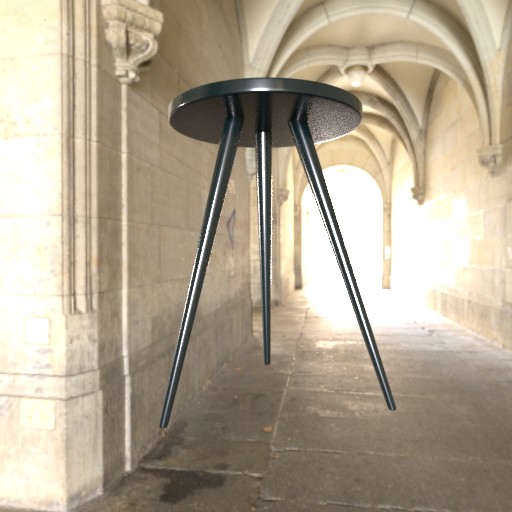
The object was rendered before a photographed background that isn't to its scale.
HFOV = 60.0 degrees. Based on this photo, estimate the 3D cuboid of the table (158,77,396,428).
[{"bbox_3d":[0.000,0.000,0.846,0.415,0.548,0.403,0,1,-36],"label":"table"}]
